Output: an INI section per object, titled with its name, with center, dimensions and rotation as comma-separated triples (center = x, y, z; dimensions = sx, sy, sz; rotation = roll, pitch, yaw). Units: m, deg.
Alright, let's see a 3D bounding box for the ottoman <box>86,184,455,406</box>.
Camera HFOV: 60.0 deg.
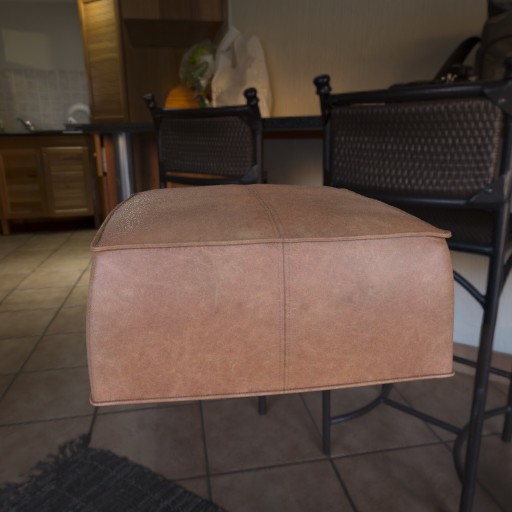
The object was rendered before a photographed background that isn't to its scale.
[ottoman]
center = 0.000, 0.000, 1.364
dimensions = 0.901, 0.395, 0.902
rotation = -2, 16, -8
